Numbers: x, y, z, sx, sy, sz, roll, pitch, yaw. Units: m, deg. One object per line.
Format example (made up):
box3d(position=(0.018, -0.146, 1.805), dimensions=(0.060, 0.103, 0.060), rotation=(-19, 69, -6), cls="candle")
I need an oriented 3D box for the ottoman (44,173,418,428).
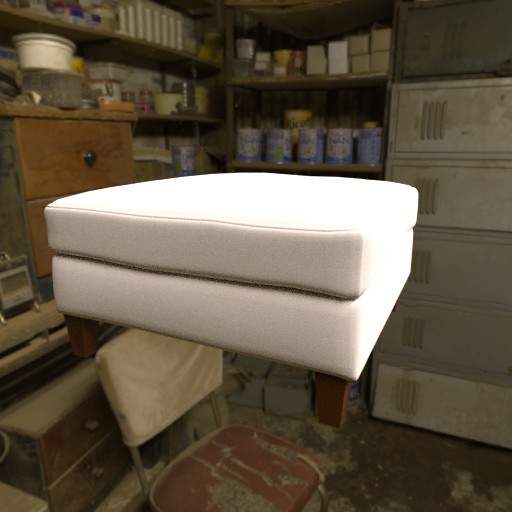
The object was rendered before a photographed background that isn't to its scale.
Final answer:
box3d(position=(0.000, 0.000, 1.359), dimensions=(0.838, 0.479, 0.838), rotation=(7, 16, 25), cls="ottoman")
